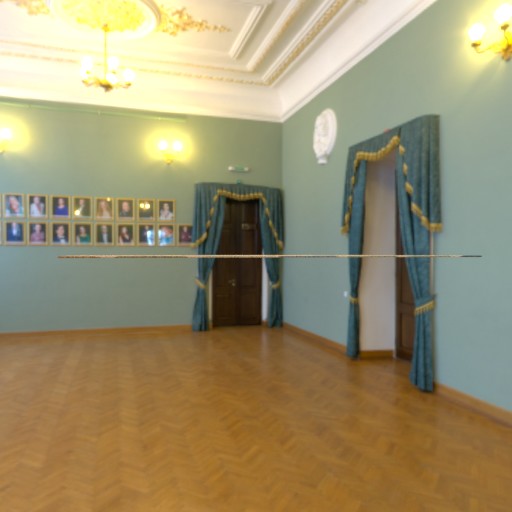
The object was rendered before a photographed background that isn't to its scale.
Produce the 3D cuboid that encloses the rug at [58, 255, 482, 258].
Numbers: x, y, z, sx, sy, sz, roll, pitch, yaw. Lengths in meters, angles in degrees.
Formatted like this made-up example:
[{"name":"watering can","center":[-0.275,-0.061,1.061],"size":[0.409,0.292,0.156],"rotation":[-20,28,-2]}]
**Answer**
[{"name":"rug","center":[0.000,0.000,2.361],"size":[1.828,0.006,1.216],"rotation":[0,0,-19]}]
